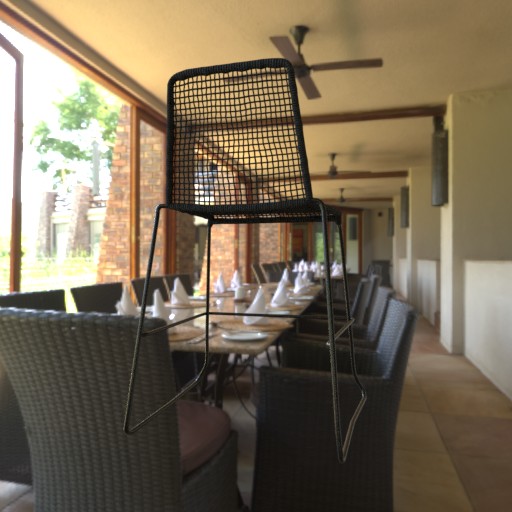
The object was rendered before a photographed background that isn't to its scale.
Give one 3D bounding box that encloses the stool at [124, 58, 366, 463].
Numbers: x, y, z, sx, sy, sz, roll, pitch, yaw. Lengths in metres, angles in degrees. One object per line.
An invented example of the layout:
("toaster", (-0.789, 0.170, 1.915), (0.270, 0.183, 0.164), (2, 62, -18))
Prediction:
("stool", (0.000, 0.000, 1.263), (0.590, 0.905, 0.509), (0, 0, 17))
